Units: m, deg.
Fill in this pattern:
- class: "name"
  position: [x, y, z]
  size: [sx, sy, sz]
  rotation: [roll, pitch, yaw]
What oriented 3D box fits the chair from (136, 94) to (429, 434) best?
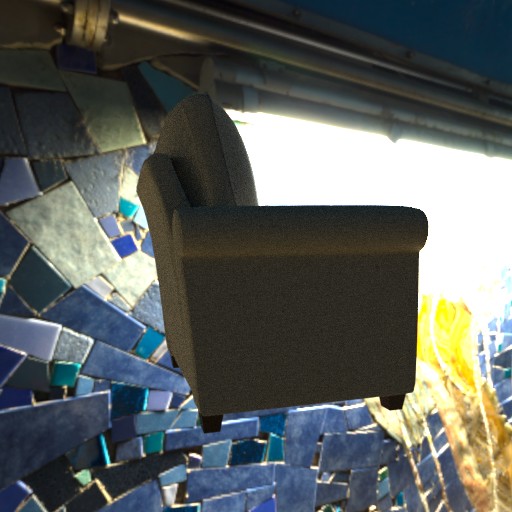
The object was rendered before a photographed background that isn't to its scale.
- class: "chair"
  position: [0.000, 0.000, 2.309]
  size: [1.180, 1.349, 1.275]
  rotation: [0, 1, -17]
